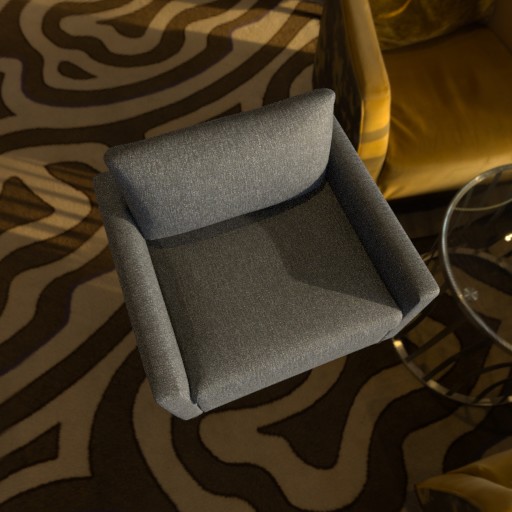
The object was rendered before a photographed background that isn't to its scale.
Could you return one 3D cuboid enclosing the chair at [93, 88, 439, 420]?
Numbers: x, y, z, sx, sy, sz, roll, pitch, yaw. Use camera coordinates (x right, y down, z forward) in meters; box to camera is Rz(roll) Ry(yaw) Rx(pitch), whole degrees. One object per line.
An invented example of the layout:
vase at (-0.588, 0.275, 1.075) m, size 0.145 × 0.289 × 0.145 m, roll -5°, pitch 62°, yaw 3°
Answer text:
chair at (0.000, 0.000, 1.655) m, size 0.963 × 0.861 × 0.866 m, roll -19°, pitch 66°, yaw -9°
